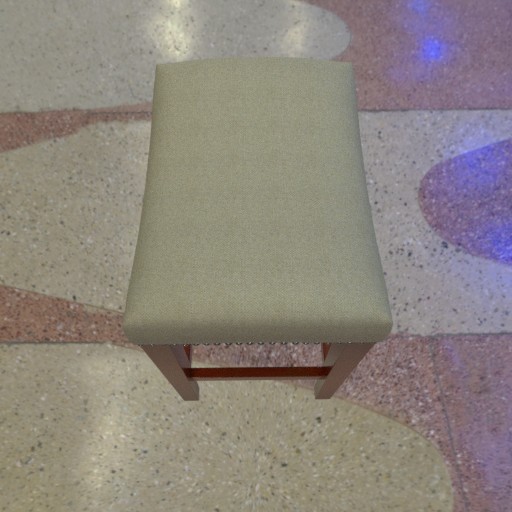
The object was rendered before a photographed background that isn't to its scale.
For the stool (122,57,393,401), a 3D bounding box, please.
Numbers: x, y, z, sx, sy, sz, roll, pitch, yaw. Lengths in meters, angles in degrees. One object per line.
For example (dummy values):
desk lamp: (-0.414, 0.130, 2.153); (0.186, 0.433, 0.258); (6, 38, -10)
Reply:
stool: (0.000, 0.000, 0.949); (0.375, 0.632, 0.509); (-1, 63, 0)
